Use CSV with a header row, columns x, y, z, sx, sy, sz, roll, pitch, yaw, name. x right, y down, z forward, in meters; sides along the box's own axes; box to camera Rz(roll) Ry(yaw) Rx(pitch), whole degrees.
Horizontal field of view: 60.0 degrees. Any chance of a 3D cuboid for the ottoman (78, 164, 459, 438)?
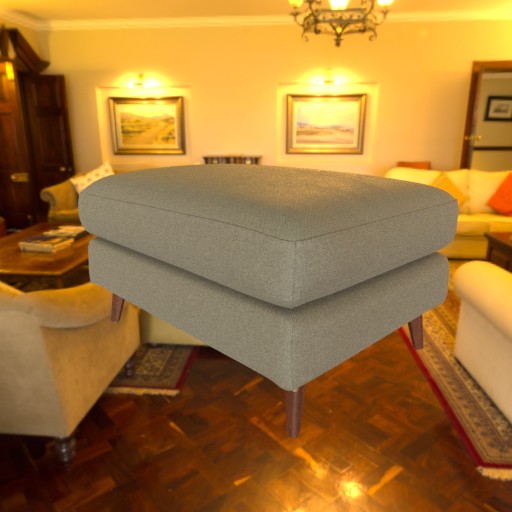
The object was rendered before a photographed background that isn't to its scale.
x,y,z,sx,sy,sz,roll,pitch,yaw,name
0.000,0.000,1.152,0.608,0.449,0.811,-15,22,-42,ottoman
